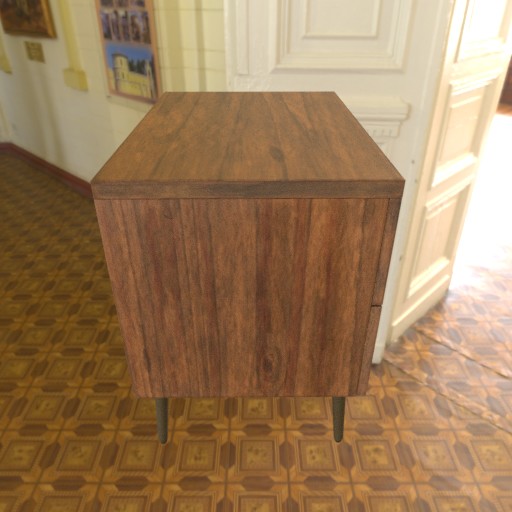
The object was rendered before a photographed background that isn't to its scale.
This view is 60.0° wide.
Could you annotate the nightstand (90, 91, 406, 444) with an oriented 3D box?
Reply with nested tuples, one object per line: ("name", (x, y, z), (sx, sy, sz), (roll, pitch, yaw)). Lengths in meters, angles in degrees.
("nightstand", (0.000, 0.000, 1.025), (0.458, 0.610, 0.610), (0, 31, 0))
